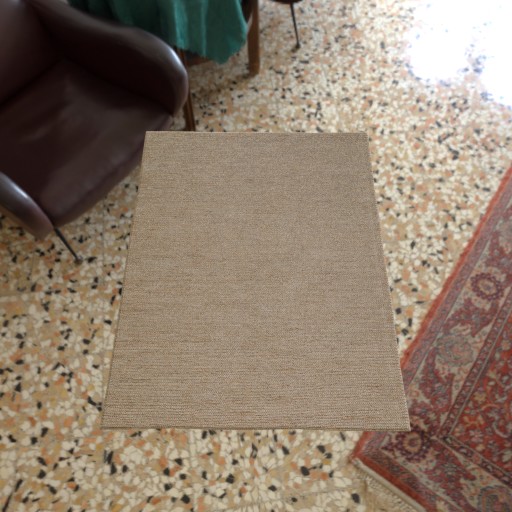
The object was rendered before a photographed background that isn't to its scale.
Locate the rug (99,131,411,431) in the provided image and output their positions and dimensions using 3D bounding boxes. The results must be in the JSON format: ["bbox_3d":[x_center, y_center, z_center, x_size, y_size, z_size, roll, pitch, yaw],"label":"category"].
[{"bbox_3d":[0.000,0.000,4.119,2.406,0.012,3.034,0,63,0],"label":"rug"}]
